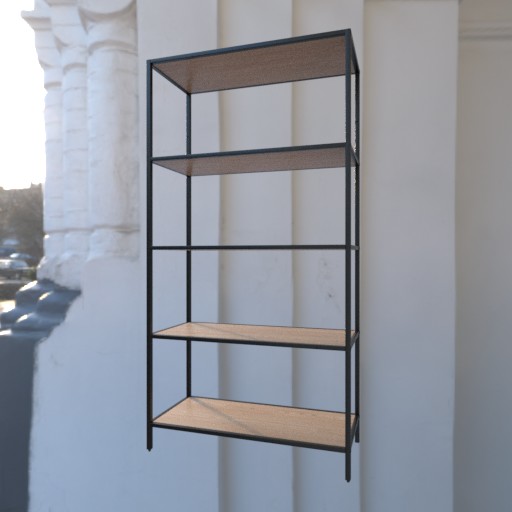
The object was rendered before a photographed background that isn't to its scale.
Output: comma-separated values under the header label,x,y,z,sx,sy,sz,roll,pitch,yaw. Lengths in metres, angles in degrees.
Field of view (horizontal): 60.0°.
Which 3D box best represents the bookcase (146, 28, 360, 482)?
label,x,y,z,sx,sy,sz,roll,pitch,yaw
bookcase,0.000,0.000,1.744,0.770,1.500,0.350,0,0,18
